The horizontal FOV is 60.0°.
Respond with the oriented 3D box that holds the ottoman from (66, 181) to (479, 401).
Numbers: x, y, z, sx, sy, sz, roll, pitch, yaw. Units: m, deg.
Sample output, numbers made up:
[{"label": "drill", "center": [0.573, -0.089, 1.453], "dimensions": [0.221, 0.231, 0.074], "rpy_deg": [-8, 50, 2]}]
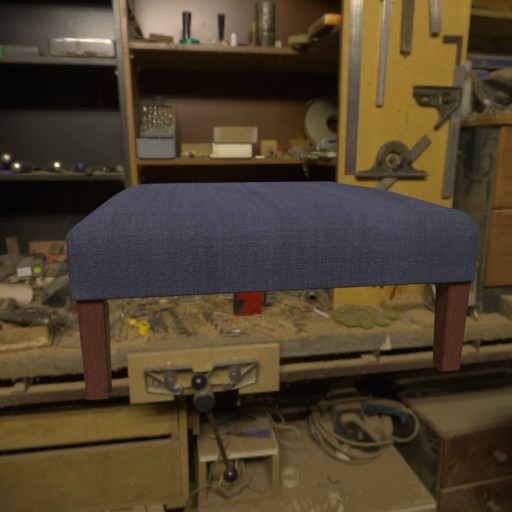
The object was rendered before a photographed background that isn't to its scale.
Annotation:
[{"label": "ottoman", "center": [0.000, 0.000, 1.379], "dimensions": [0.889, 0.411, 0.890], "rpy_deg": [-2, 14, -9]}]
